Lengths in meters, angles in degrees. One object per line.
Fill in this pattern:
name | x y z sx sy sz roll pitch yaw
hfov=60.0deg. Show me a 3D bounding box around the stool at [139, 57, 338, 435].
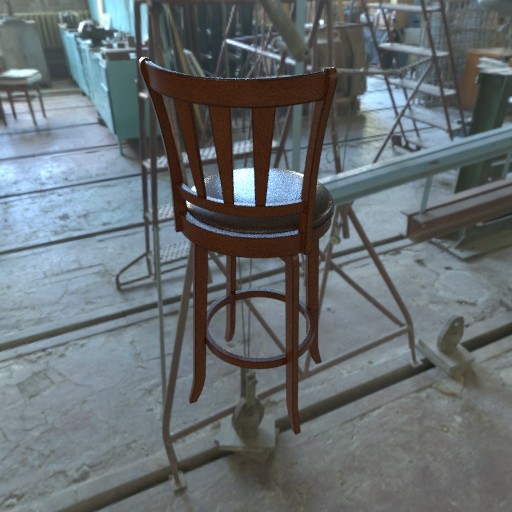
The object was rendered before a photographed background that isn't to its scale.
stool | 0.000 0.000 1.398 0.464 1.177 0.503 10 33 16
